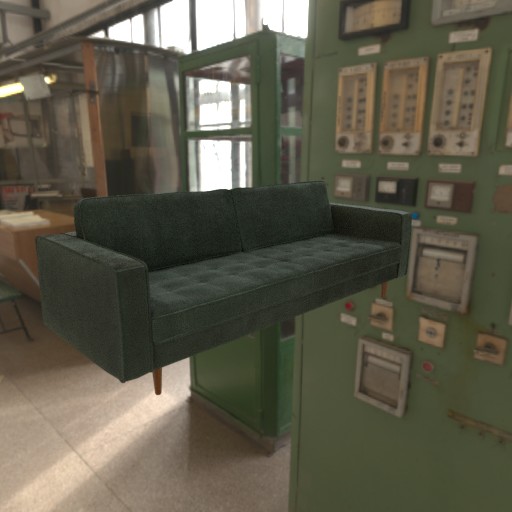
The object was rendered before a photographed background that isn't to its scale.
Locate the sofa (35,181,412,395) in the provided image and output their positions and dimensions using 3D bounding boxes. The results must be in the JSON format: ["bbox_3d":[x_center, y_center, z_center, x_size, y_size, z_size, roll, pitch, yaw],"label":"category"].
[{"bbox_3d":[0.000,0.000,2.631,2.214,0.781,0.886,-13,18,-42],"label":"sofa"}]
